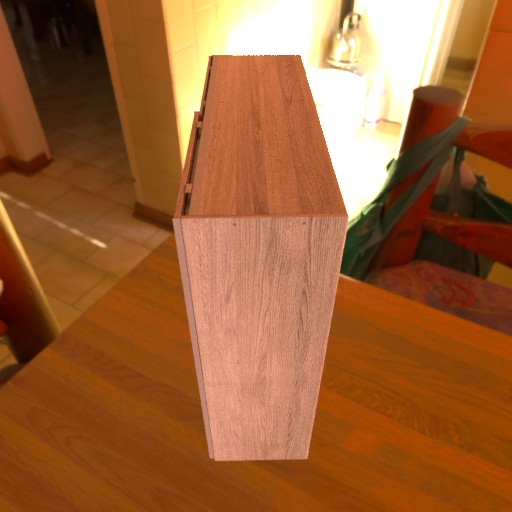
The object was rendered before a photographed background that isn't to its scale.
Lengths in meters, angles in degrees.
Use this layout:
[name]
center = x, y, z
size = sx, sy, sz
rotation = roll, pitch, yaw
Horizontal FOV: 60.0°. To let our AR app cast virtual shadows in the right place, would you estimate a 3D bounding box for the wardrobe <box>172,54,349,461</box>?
[wardrobe]
center = 0.000, 0.000, 2.886
size = 0.629, 1.960, 1.780
rotation = -1, 42, -1
